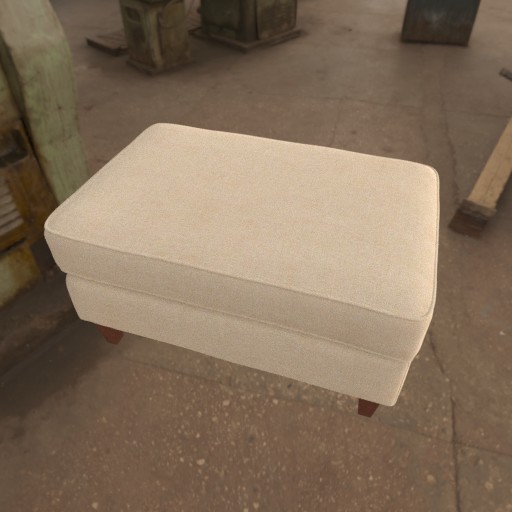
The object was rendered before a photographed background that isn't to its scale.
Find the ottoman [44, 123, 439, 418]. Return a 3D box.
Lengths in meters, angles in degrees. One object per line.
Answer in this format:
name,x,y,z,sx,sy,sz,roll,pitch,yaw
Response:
ottoman,0.000,0.000,1.221,0.862,0.484,0.583,12,44,13
